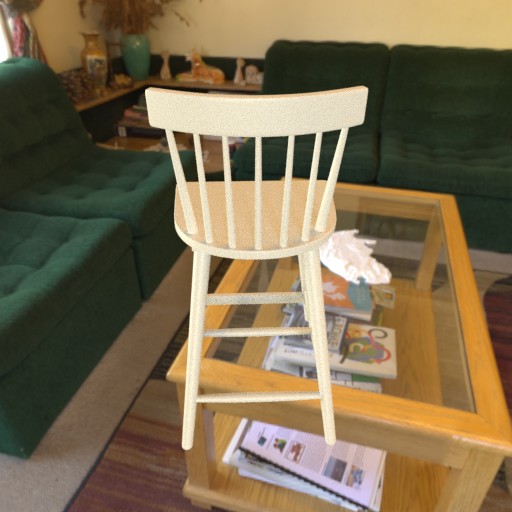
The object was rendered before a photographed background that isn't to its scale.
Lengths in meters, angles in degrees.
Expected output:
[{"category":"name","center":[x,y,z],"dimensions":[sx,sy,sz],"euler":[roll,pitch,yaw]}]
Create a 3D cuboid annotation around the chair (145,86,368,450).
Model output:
[{"category":"chair","center":[0.000,0.000,1.266],"dimensions":[0.483,0.952,0.572],"euler":[-1,32,-2]}]
